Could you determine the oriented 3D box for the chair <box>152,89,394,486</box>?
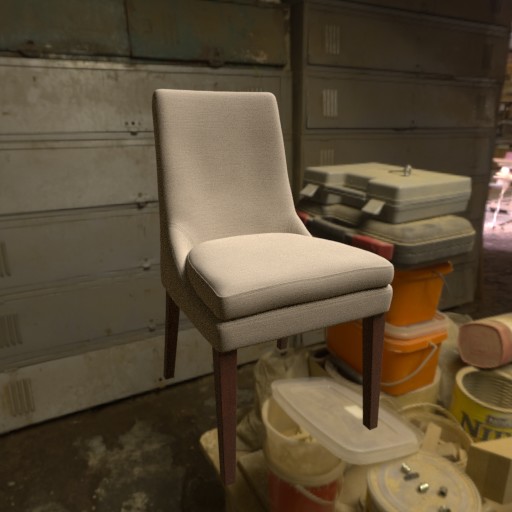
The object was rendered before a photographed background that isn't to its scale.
[{"bbox_3d":[0.000,0.000,1.302,0.515,0.940,0.638,-8,19,-26],"label":"chair"}]
